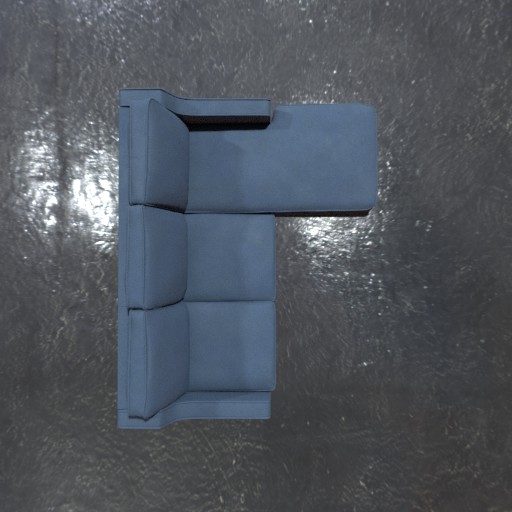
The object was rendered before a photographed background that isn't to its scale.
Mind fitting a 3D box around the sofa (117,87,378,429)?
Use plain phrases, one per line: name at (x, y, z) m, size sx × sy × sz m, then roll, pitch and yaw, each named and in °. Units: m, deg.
sofa at (0.000, 0.000, 3.307) m, size 1.858 × 1.066 × 2.317 m, roll 0°, pitch 89°, yaw 1°
